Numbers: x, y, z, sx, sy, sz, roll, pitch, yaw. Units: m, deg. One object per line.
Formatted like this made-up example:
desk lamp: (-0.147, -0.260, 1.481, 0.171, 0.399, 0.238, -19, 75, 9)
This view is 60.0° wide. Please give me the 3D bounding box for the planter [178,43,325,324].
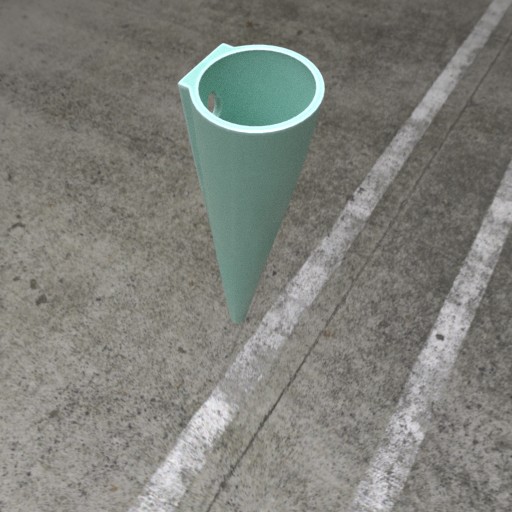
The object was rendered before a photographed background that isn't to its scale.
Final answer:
planter: (0.000, 0.000, 0.292, 0.055, 0.268, 0.054, 29, 63, 16)
